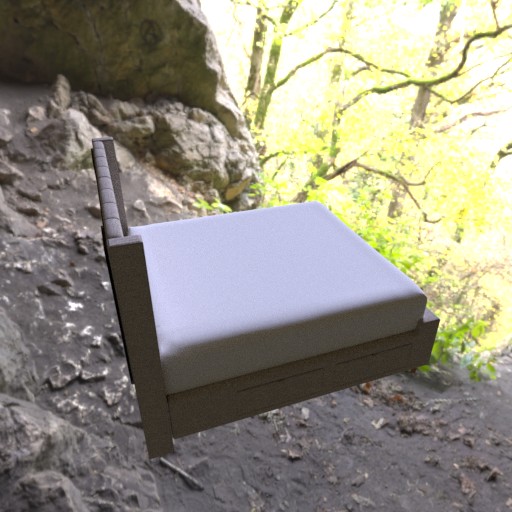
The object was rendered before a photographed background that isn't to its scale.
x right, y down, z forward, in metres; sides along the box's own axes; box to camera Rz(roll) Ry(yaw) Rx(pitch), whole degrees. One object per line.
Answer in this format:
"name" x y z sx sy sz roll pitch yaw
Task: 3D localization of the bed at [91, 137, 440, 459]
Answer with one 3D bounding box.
"bed" 0.000 0.000 3.842 2.372 1.748 2.044 -11 33 -17
